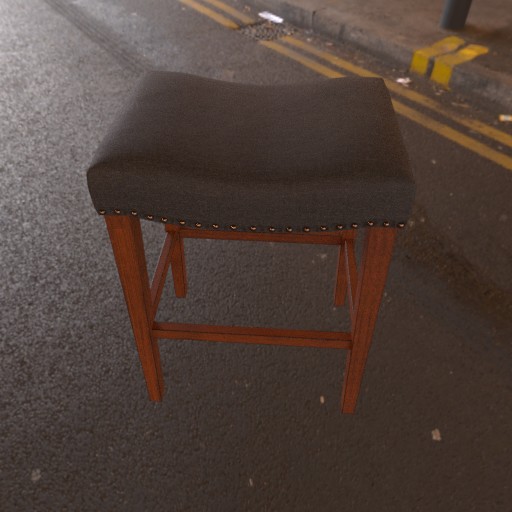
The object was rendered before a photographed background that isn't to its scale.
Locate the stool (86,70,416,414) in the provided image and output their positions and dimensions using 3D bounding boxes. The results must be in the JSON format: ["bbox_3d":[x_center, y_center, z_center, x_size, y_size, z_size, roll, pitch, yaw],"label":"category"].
[{"bbox_3d":[0.000,0.000,0.848,0.439,0.612,0.320,3,46,3],"label":"stool"}]
